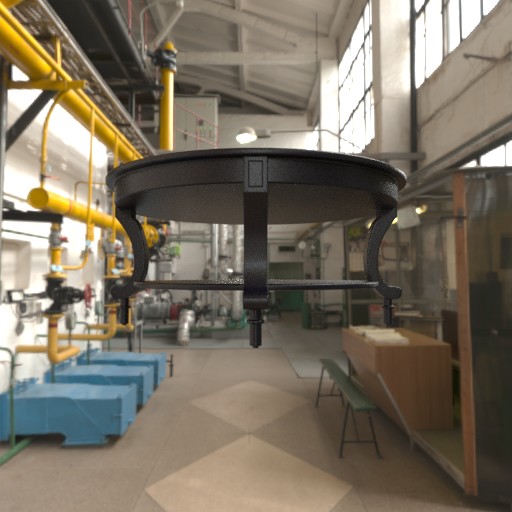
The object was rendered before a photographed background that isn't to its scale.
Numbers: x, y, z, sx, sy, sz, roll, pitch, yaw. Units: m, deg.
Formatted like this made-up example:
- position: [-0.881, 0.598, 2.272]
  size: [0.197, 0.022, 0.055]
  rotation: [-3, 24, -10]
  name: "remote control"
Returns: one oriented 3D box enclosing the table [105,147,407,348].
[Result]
- position: [0.000, 0.000, 1.580]
  size: [1.029, 0.491, 1.029]
  rotation: [0, -2, 0]
  name: "table"
